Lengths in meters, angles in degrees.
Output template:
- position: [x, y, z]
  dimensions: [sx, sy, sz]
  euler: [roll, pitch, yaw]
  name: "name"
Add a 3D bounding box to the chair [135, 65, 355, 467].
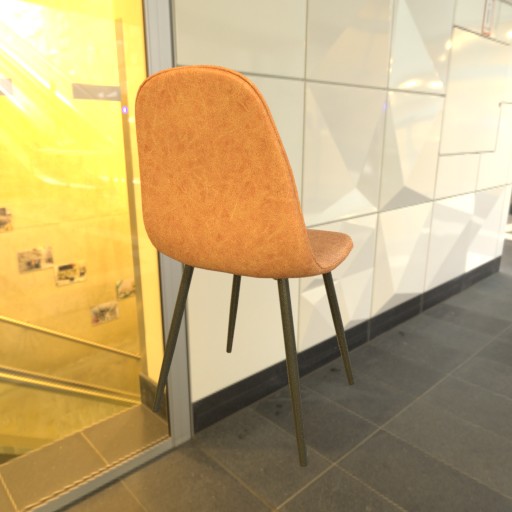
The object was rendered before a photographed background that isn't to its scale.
- position: [0.000, 0.000, 1.197]
  dimensions: [0.472, 0.889, 0.561]
  euler: [8, 18, 27]
  name: "chair"
